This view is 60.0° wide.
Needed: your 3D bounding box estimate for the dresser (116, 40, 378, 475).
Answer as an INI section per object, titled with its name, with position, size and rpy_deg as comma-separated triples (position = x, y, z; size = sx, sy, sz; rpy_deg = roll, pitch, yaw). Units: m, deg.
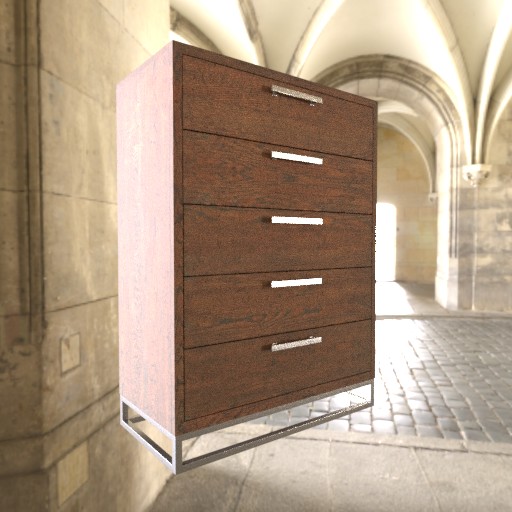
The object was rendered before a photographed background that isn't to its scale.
[dresser]
position = 0.000, 0.000, 1.812
size = 0.965, 1.321, 0.508
rpy_deg = -1, 2, -37
